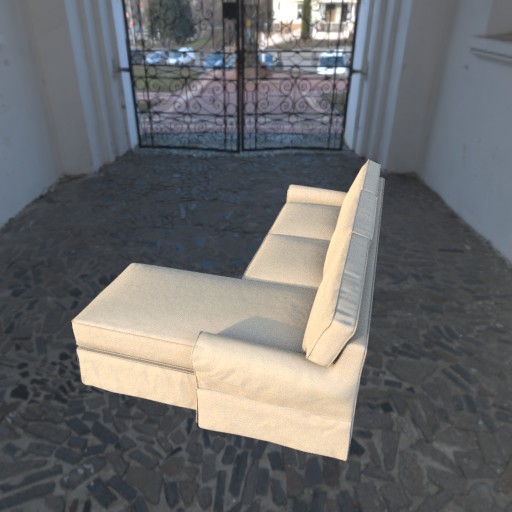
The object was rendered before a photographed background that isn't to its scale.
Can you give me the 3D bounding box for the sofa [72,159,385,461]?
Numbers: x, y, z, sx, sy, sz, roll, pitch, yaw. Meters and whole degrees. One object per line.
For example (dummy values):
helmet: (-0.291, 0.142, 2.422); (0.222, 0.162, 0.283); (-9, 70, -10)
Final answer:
sofa: (0.000, 0.000, 3.355); (1.733, 0.978, 2.475); (8, 31, 14)
